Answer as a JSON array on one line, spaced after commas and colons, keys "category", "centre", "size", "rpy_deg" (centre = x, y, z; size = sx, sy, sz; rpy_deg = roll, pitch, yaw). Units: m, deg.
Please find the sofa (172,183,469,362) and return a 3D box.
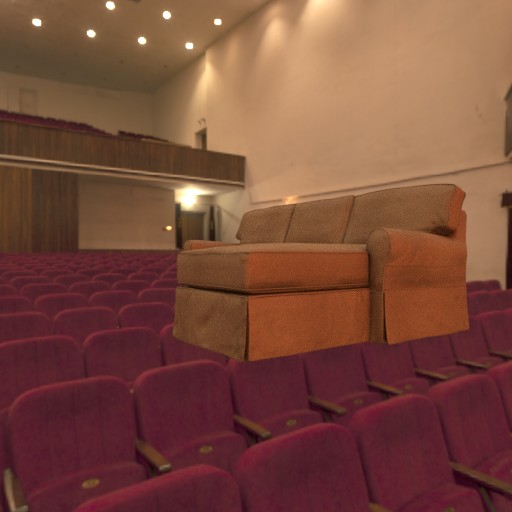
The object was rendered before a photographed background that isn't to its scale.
[{"category": "sofa", "centre": [0.000, 0.000, 3.368], "size": [1.733, 0.978, 2.475], "rpy_deg": [0, 0, -36]}]
